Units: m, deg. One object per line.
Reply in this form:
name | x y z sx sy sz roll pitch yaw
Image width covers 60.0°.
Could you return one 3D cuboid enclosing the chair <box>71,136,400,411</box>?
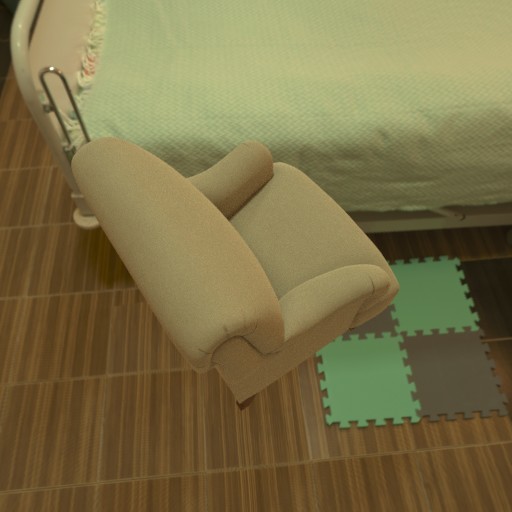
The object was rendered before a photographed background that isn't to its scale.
chair | 0.000 0.000 1.585 0.842 0.942 0.766 -30 63 -17
